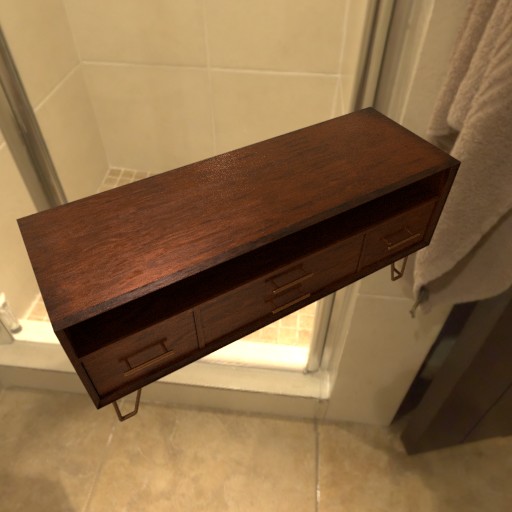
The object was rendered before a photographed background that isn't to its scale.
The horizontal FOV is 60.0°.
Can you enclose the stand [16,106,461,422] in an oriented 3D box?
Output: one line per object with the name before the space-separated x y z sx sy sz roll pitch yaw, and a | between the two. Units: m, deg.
stand | 0.000 0.000 1.635 1.372 0.610 0.481 -23 50 -21
